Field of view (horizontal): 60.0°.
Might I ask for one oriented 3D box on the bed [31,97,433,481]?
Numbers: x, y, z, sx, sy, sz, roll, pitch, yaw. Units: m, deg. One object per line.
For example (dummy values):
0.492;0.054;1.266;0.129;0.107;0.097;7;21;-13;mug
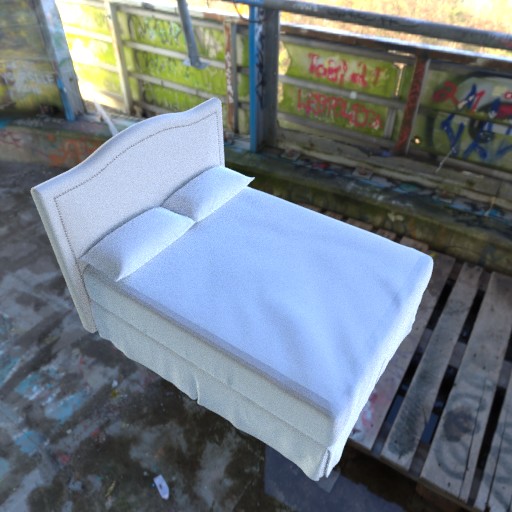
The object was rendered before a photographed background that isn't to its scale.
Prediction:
0.000;0.000;3.158;2.143;1.460;1.753;25;47;26;bed
